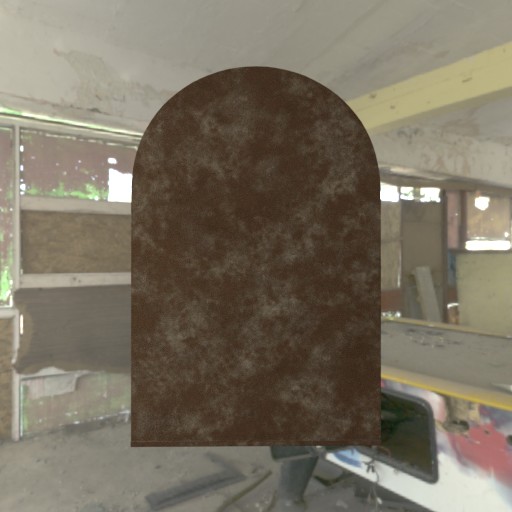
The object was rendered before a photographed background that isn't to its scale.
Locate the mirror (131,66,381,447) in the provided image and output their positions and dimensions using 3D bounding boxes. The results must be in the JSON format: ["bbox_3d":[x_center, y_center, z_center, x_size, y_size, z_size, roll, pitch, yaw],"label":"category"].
[{"bbox_3d":[0.000,0.000,0.966,0.510,0.770,0.137,0,0,-1],"label":"mirror"}]
